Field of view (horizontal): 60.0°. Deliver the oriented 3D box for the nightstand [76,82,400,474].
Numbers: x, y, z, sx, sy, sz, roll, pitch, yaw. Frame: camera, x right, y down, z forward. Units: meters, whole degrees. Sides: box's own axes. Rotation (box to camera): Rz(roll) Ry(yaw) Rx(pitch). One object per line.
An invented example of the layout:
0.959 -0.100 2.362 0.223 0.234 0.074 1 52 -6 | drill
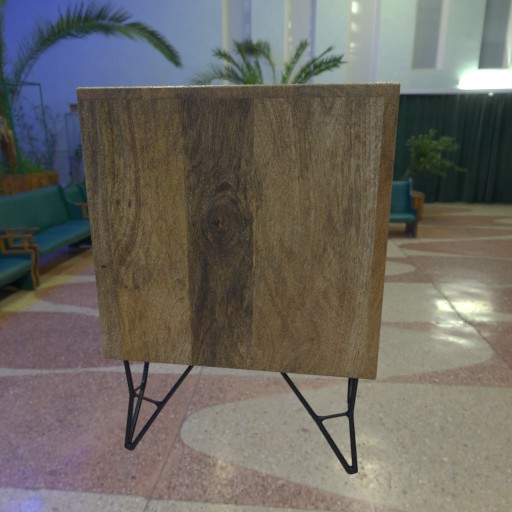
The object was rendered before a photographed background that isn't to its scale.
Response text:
0.000 0.000 0.832 0.406 0.559 0.457 2 16 8 | nightstand
